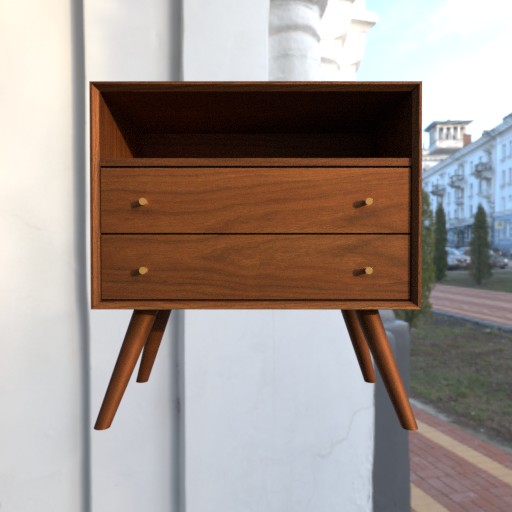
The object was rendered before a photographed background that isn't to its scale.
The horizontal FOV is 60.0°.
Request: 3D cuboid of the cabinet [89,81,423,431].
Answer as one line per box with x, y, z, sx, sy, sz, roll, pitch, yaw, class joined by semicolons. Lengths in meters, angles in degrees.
0.000;0.000;1.136;0.712;0.748;0.388;0;1;0;cabinet
